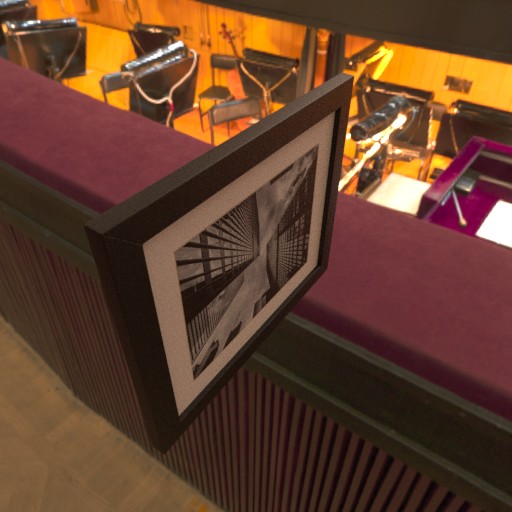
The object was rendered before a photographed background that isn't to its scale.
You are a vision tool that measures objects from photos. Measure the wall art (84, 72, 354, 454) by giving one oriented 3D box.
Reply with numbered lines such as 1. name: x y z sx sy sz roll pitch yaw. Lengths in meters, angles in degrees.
1. wall art: 0.000 0.000 0.755 0.031 0.457 0.558 25 46 26
